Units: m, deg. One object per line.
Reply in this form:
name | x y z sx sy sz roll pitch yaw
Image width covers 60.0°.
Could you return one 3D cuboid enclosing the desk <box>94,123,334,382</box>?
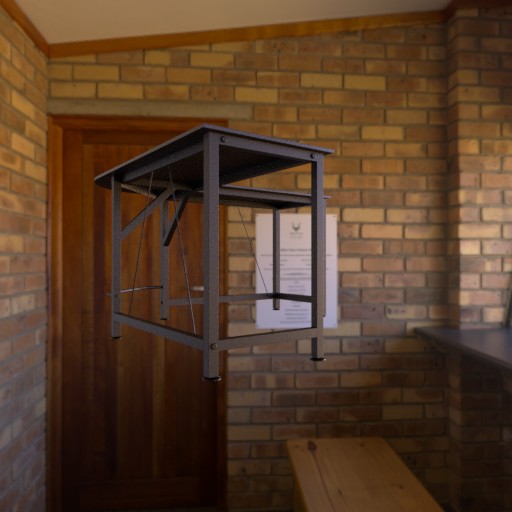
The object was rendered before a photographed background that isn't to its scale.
desk | 0.000 0.000 2.264 1.400 0.762 1.400 0 0 -36
